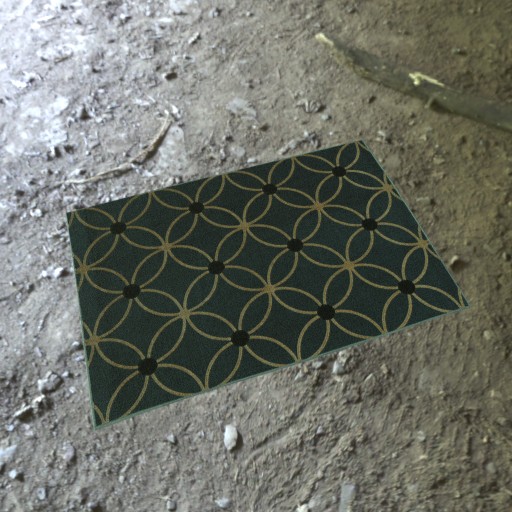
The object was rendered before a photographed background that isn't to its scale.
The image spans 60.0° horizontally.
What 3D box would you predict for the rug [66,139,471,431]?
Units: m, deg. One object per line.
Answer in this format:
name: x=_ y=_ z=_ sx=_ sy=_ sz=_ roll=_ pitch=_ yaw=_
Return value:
rug: x=0.000 y=0.000 z=2.888 sx=2.284 sy=0.008 sz=1.522 roll=-16 pitch=59 yaw=-10
